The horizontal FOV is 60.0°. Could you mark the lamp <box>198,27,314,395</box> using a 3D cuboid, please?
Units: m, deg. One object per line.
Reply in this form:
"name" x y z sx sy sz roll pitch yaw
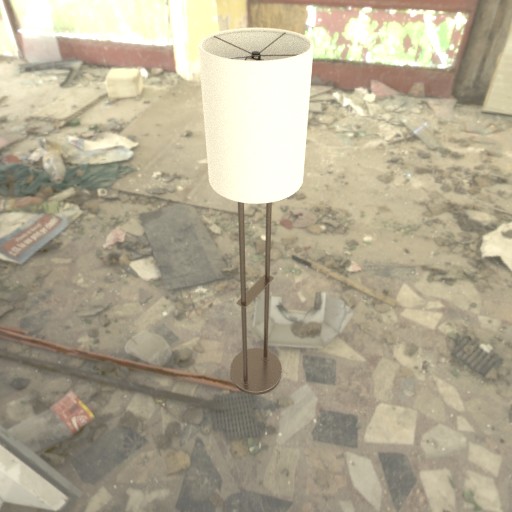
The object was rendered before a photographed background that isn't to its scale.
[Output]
"lamp" 0.000 0.000 1.668 0.305 1.500 0.306 25 47 26
